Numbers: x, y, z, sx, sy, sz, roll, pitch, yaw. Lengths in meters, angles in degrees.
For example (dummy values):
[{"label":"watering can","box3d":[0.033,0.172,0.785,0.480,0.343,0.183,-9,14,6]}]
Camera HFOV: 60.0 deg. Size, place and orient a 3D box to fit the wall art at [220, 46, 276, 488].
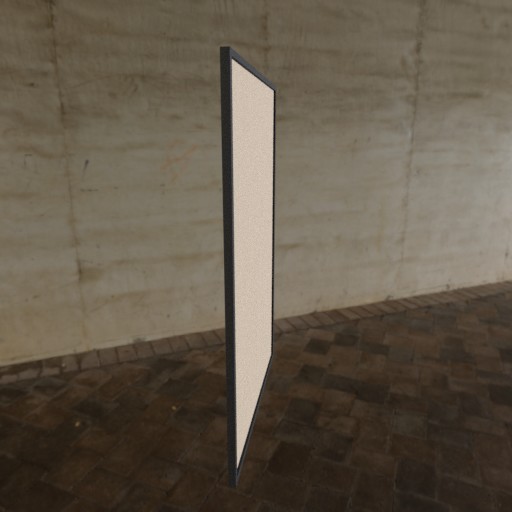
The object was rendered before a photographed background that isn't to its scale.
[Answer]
[{"label":"wall art","box3d":[0.000,0.000,0.851,0.013,0.657,0.457,3,15,9]}]
